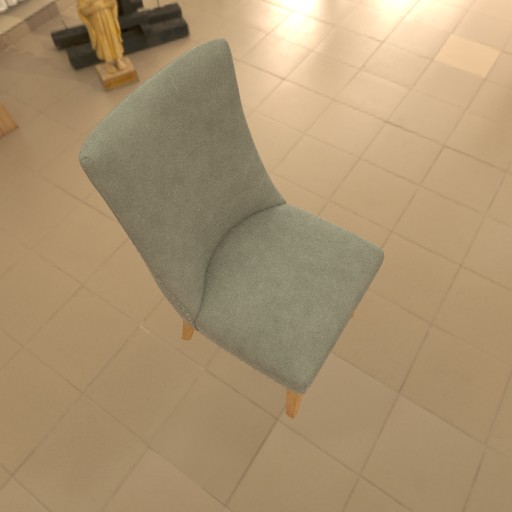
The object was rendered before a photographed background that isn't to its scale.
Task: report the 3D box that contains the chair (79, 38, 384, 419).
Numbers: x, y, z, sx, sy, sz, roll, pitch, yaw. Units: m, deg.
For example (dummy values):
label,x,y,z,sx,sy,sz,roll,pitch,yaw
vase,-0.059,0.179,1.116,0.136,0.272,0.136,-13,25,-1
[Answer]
label,x,y,z,sx,sy,sz,roll,pitch,yaw
chair,0.000,0.000,1.245,0.610,0.902,0.495,29,62,17
